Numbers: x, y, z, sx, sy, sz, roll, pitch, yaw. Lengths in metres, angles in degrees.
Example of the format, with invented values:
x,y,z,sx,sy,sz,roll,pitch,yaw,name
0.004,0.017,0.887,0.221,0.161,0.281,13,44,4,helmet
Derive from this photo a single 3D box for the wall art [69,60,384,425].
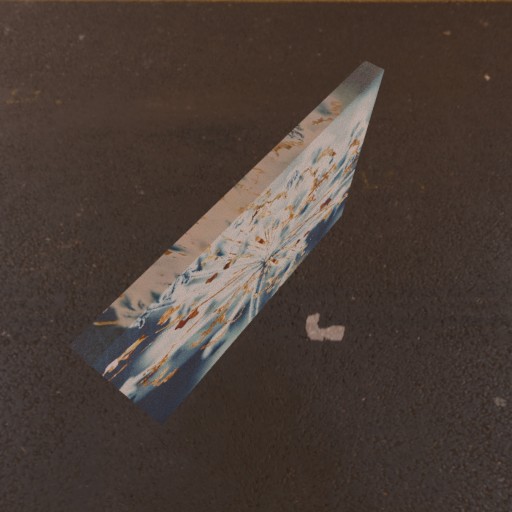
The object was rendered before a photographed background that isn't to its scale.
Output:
x,y,z,sx,sy,sz,roll,pitch,yaw,name
0.000,0.000,0.770,0.036,0.405,0.607,35,66,18,wall art
